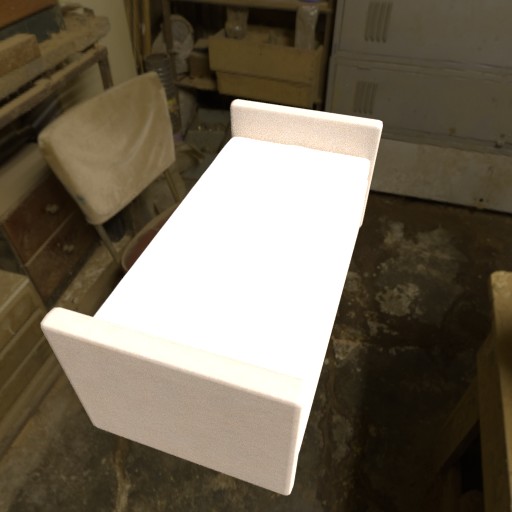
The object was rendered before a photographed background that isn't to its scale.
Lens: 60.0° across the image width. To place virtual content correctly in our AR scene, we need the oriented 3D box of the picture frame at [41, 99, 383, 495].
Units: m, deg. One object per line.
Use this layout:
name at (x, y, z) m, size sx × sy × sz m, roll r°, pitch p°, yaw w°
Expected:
picture frame at (0.000, 0.000, 2.641) m, size 1.069 × 0.891 × 2.161 m, roll 13°, pitch 45°, yaw 14°
